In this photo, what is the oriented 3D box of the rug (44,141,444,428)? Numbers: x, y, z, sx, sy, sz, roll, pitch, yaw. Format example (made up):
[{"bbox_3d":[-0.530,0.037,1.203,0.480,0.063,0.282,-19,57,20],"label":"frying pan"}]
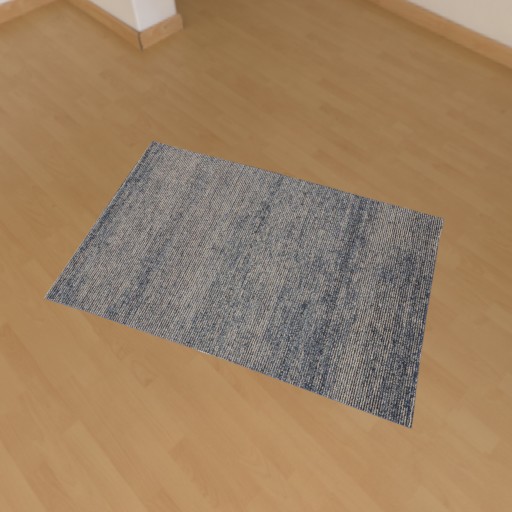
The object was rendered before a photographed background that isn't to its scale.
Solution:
[{"bbox_3d":[0.000,0.000,2.294,1.793,0.025,1.159,17,59,11],"label":"rug"}]
